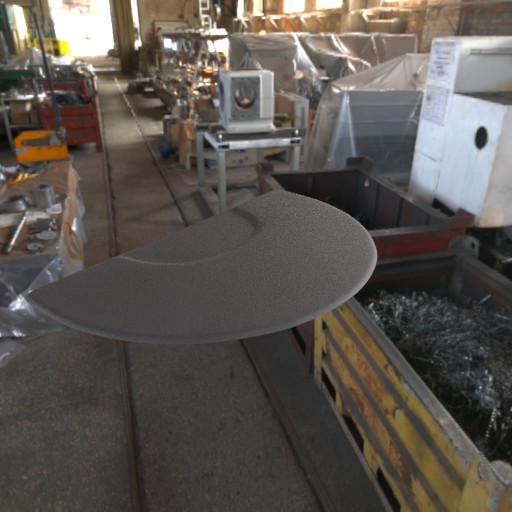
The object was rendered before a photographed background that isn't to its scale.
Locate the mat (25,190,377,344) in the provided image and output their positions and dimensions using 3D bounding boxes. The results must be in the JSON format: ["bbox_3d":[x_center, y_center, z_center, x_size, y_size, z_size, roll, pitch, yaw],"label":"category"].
[{"bbox_3d":[0.000,0.000,1.839,0.917,0.022,1.525,20,33,34],"label":"mat"}]
